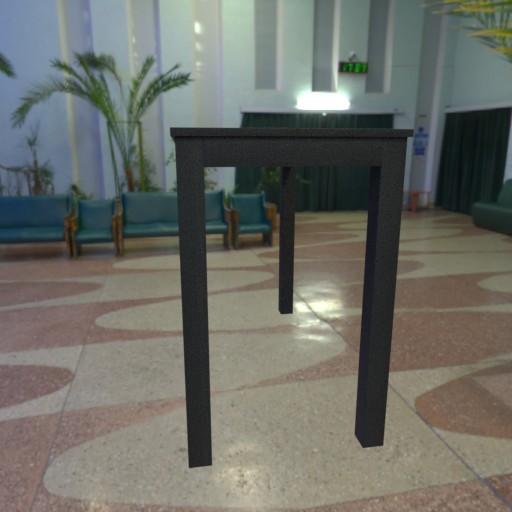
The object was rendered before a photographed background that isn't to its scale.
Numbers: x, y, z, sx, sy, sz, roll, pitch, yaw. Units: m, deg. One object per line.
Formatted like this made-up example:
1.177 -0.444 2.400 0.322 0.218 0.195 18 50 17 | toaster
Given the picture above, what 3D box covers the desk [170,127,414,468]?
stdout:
0.000 0.000 1.446 0.499 0.762 0.991 -2 14 -9 | desk
